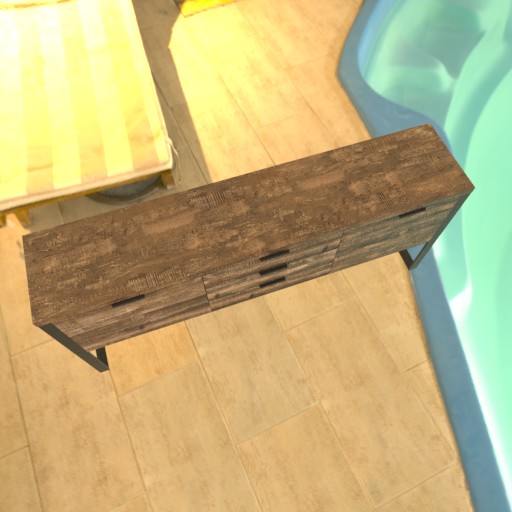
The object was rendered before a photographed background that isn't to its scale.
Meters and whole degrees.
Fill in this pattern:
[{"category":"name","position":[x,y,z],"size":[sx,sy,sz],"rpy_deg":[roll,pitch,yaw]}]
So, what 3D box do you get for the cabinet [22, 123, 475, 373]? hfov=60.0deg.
[{"category":"cabinet","position":[0.000,0.000,2.120],"size":[1.800,0.762,0.395],"rpy_deg":[-17,64,-9]}]
